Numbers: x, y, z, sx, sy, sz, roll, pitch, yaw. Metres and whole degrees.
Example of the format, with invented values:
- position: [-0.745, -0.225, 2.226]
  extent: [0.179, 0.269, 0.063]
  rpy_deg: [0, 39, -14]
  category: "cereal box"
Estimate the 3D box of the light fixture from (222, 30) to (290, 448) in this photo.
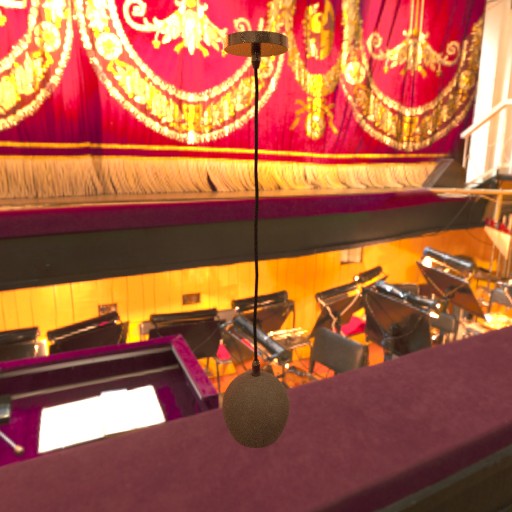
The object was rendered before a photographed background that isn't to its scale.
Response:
- position: [0.000, 0.000, 0.846]
  extent: [0.139, 0.764, 0.139]
  rpy_deg: [-6, 14, -25]
  category: "light fixture"
